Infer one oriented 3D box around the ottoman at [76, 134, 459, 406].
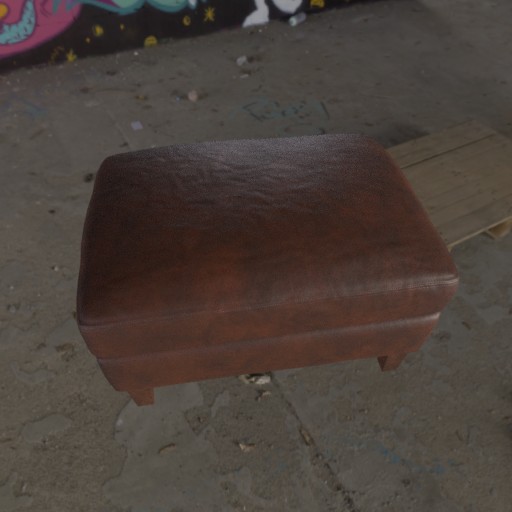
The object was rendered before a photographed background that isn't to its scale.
[{"bbox_3d":[0.000,0.000,1.293,0.887,0.527,0.659,-6,46,-6],"label":"ottoman"}]
